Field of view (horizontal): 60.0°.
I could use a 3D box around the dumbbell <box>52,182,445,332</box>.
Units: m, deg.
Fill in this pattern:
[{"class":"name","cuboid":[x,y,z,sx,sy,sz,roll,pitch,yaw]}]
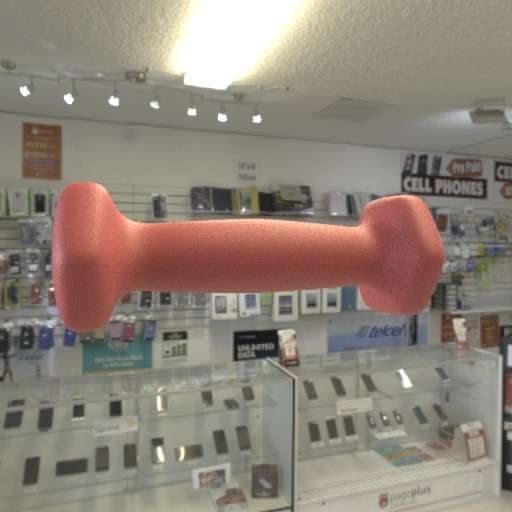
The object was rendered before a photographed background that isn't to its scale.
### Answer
[{"class":"dumbbell","cuboid":[0.000,0.000,0.148,0.123,0.043,0.047,0,1,-17]}]
